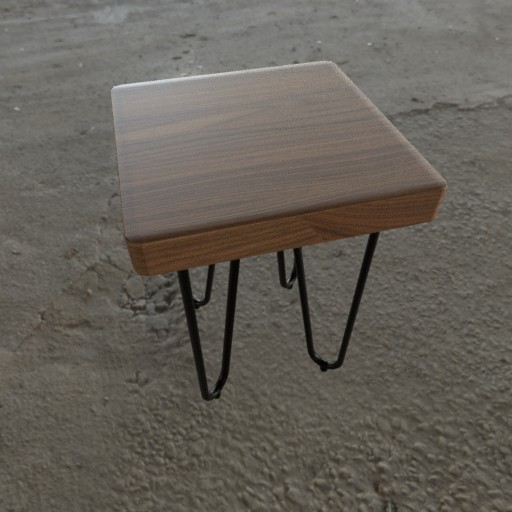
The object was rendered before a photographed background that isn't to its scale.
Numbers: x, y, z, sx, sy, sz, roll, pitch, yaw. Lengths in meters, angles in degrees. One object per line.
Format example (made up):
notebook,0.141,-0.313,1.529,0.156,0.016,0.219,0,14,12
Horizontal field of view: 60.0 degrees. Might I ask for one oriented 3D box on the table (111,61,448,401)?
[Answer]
table,0.000,0.000,1.006,0.480,0.641,0.479,-11,47,-10
